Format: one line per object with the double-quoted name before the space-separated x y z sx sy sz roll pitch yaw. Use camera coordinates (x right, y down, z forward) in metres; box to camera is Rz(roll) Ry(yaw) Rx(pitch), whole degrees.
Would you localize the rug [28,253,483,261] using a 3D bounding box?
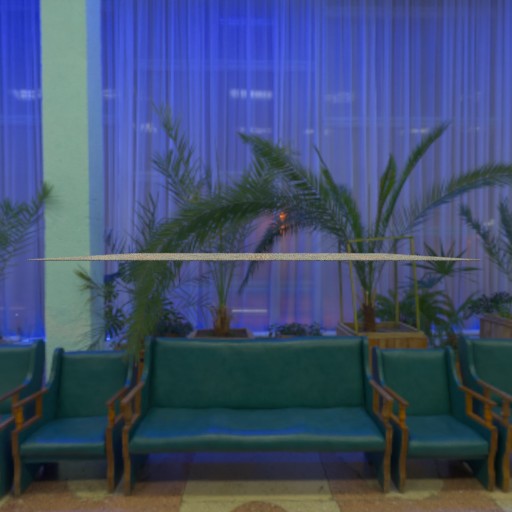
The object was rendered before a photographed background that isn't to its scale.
"rug" 0.000 0.000 4.163 3.035 0.008 2.425 0 1 1
